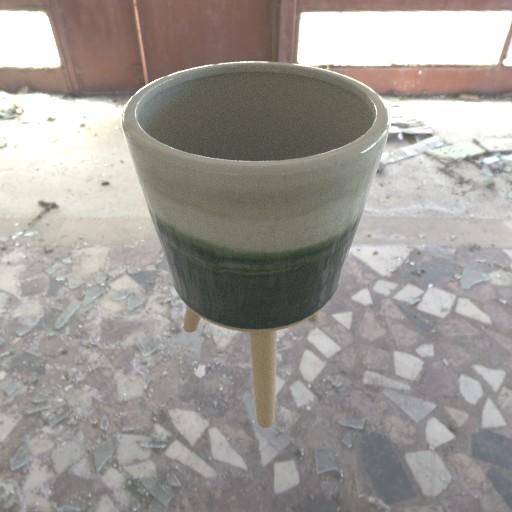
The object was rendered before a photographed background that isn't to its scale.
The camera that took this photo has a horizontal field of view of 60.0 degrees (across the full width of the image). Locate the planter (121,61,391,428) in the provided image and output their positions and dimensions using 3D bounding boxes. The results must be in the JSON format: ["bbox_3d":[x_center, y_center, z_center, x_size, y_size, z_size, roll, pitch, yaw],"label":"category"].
[{"bbox_3d":[0.000,0.000,0.470,0.217,0.331,0.217,26,47,27],"label":"planter"}]
